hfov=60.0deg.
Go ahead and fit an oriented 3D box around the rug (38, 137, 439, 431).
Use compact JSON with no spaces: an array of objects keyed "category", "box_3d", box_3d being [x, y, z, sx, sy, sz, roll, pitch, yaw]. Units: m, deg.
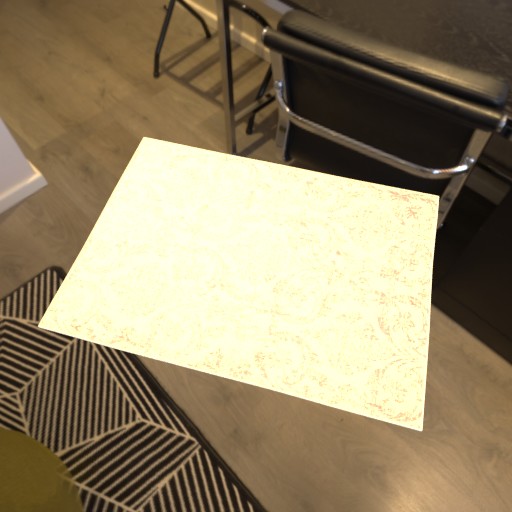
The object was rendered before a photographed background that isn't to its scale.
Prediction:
[{"category":"rug","box_3d":[0.000,0.000,2.828,2.202,0.014,1.598,13,60,8]}]
